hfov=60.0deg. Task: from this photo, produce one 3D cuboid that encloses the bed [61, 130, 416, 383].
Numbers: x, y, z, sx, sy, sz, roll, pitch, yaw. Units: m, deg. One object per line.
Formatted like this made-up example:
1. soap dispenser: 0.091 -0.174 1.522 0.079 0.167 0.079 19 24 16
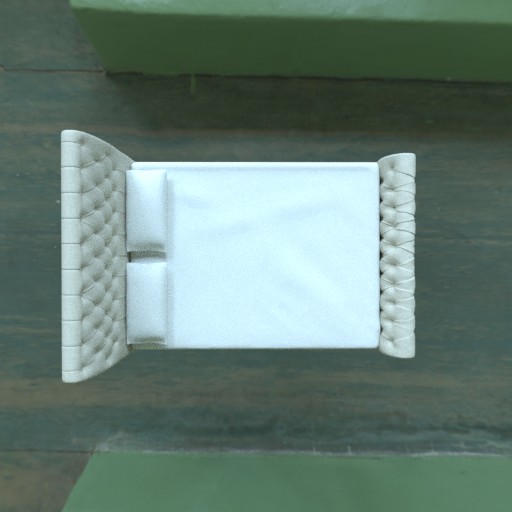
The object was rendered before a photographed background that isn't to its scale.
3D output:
1. bed: 0.000 0.000 3.430 2.493 1.268 1.606 0 91 0
